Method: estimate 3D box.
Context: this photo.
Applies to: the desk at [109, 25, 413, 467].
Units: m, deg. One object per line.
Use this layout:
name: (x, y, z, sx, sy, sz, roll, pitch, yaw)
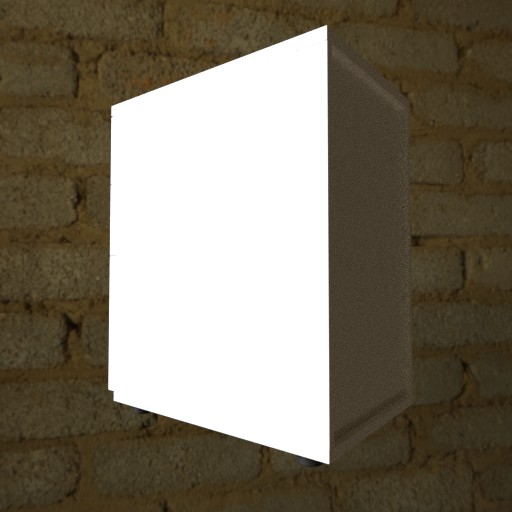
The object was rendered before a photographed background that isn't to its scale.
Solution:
desk: (0.000, 0.000, 1.052, 0.600, 0.730, 0.404, -1, -2, 37)
